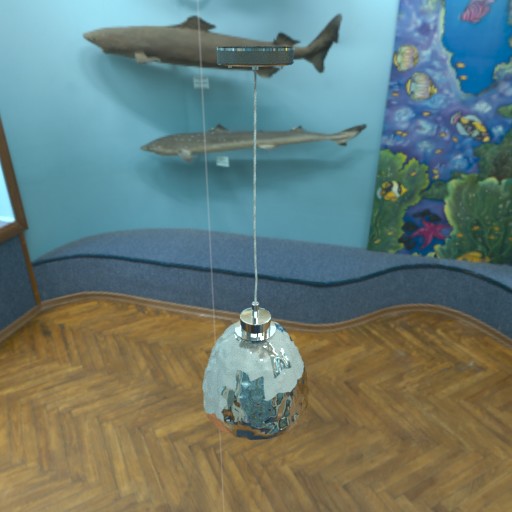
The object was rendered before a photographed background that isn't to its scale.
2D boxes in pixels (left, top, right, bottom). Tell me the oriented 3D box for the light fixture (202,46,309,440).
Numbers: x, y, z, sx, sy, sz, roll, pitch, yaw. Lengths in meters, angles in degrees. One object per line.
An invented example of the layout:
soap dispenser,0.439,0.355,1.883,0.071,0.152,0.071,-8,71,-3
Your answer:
light fixture,0.000,0.000,1.773,0.496,1.511,0.500,9,28,17
